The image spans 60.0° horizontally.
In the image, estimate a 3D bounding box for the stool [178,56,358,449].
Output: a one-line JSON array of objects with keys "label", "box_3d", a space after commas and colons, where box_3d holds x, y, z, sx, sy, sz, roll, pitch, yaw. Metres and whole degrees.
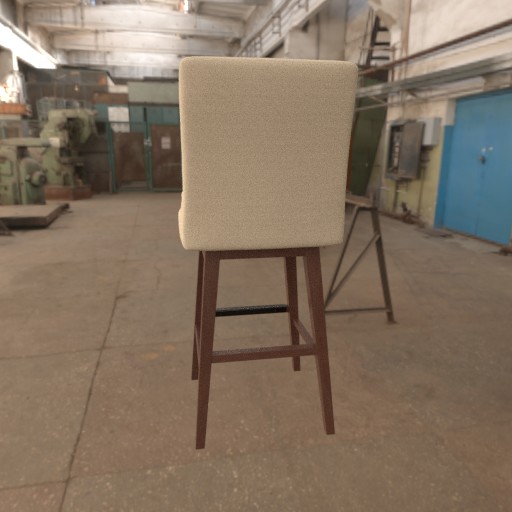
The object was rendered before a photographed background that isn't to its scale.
[{"label": "stool", "box_3d": [0.000, 0.000, 1.425, 0.483, 1.093, 0.559, -2, 14, -9]}]
